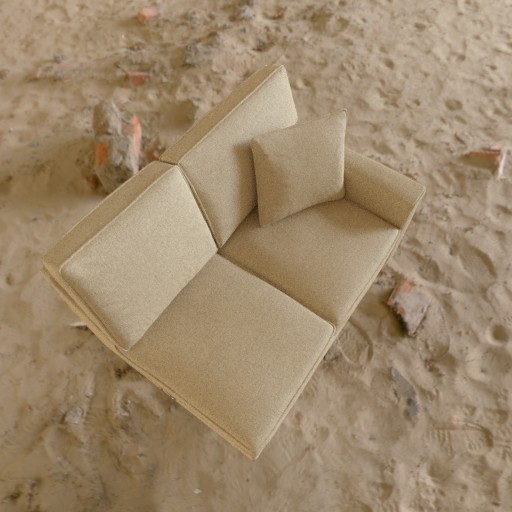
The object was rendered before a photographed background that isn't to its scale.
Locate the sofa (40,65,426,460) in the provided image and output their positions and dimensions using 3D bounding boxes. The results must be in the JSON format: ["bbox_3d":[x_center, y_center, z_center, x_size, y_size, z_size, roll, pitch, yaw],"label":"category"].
[{"bbox_3d":[0.000,0.000,2.020,0.991,0.989,1.388,32,64,17],"label":"sofa"}]
